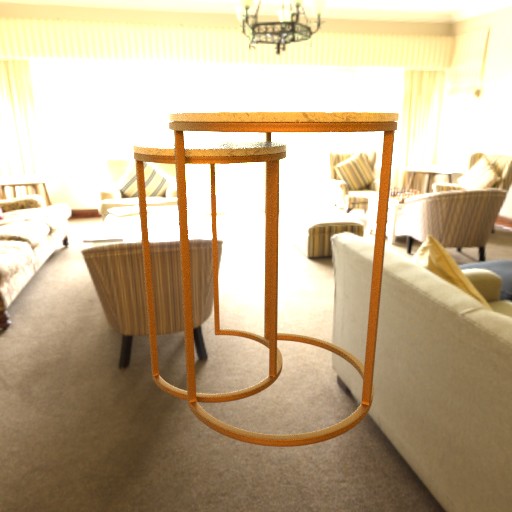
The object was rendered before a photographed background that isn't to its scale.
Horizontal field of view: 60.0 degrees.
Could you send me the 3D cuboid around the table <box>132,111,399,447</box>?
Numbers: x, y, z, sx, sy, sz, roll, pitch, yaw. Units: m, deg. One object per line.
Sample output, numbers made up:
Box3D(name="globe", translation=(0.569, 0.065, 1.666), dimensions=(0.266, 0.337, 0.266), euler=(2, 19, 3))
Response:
Box3D(name="table", translation=(0.000, 0.000, 0.898), dimensions=(0.507, 0.550, 0.400), euler=(9, 20, 27))
